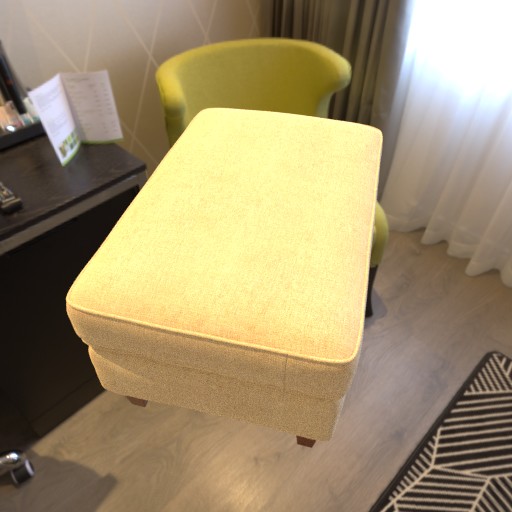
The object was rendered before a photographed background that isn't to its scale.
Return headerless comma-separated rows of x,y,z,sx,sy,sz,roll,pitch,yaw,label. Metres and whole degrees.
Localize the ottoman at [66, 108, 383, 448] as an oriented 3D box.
0.000,0.000,1.226,0.583,0.484,0.862,10,46,10,ottoman
